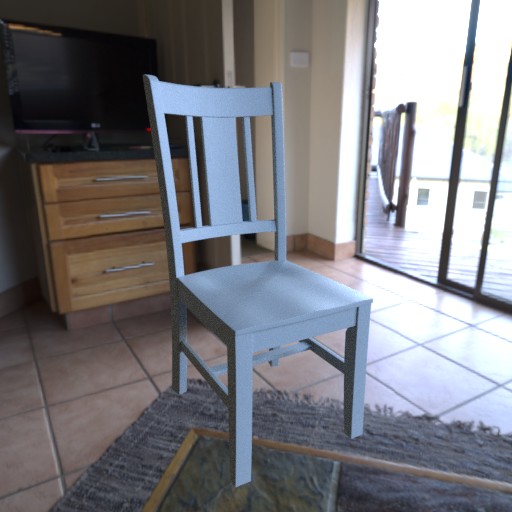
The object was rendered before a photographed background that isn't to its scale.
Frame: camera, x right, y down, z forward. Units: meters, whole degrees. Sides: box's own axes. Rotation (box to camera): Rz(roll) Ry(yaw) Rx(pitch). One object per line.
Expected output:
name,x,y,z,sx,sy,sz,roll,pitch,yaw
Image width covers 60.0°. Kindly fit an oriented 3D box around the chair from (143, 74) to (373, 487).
chair,0.000,0.000,1.277,0.450,0.998,0.555,-9,18,-28
